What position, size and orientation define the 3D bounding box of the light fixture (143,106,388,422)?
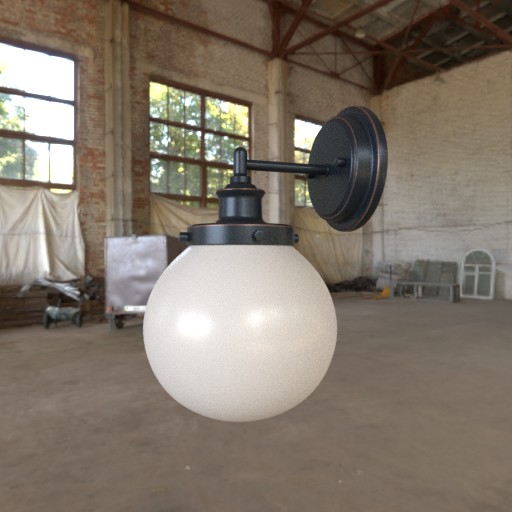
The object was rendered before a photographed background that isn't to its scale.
[{"bbox_3d":[0.000,0.000,0.467,0.230,0.332,0.197,0,0,-19],"label":"light fixture"}]
